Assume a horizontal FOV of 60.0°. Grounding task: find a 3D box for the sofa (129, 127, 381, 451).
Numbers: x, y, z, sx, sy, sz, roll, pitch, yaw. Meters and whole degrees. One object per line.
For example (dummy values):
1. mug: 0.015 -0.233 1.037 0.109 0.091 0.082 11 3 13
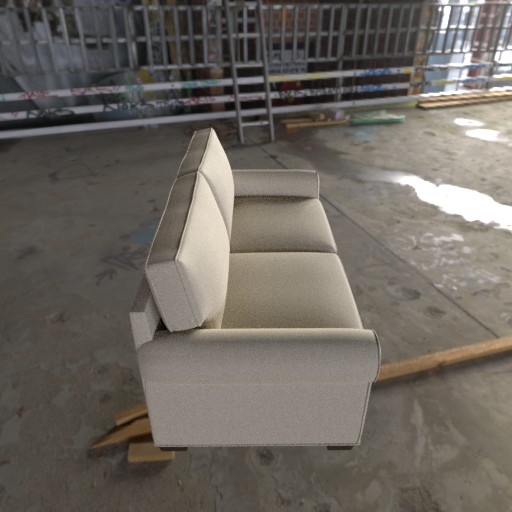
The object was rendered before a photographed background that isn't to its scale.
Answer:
1. sofa: 0.000 0.000 2.287 0.861 0.933 1.774 0 31 -1
